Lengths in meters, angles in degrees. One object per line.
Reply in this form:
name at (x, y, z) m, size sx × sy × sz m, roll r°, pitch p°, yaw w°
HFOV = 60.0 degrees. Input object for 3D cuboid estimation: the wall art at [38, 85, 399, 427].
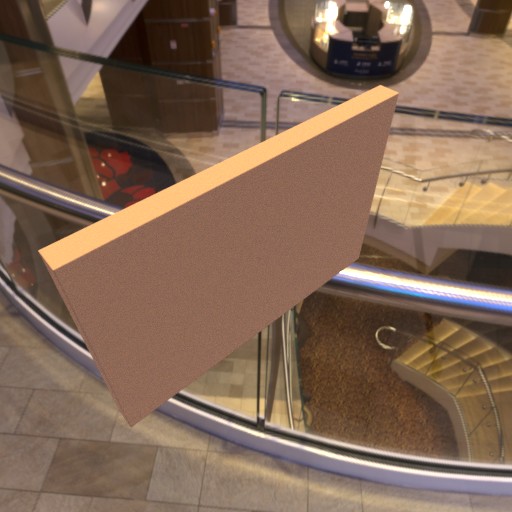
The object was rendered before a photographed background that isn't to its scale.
wall art at (0.000, 0.000, 0.768) m, size 0.609 × 0.407 × 0.039 m, roll -32°, pitch 54°, yaw -27°
